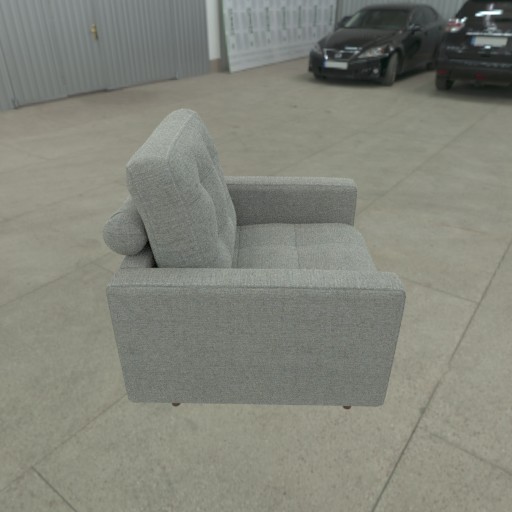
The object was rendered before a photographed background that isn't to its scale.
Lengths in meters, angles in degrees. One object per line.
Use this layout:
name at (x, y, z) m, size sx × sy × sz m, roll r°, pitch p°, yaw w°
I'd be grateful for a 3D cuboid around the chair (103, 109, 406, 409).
chair at (0.000, 0.000, 1.547) m, size 0.843 × 0.880 × 0.821 m, roll 1°, pitch 30°, yaw 1°
